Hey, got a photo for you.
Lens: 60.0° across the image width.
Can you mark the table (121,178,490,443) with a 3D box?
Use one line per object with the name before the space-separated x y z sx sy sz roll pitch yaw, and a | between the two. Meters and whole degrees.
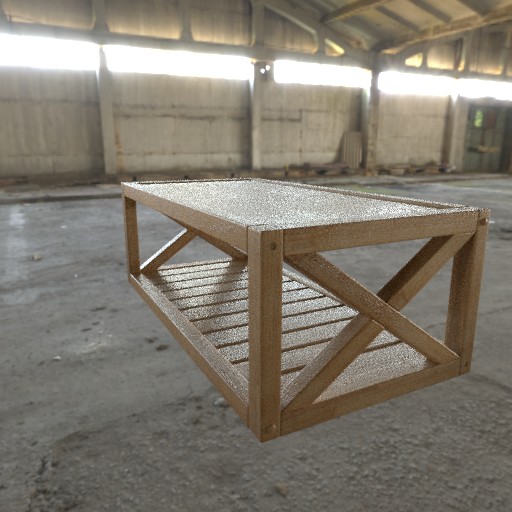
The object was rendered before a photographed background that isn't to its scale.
table | 0.000 0.000 1.590 0.660 0.457 1.321 -7 16 -27
